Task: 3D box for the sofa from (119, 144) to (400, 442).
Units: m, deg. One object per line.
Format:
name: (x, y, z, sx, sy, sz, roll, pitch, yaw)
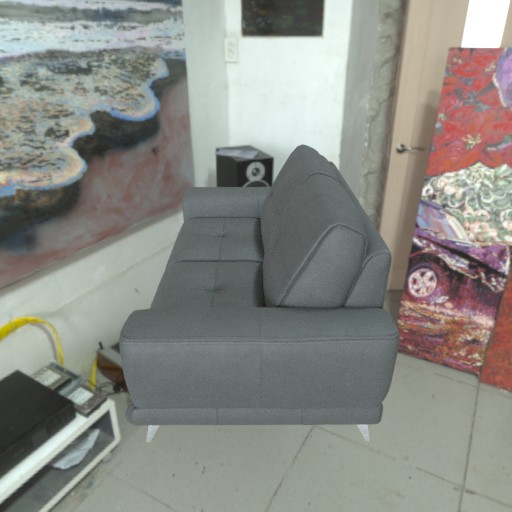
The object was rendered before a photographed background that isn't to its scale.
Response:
sofa: (0.000, 0.000, 2.362, 1.018, 0.907, 1.806, 0, 26, 0)
